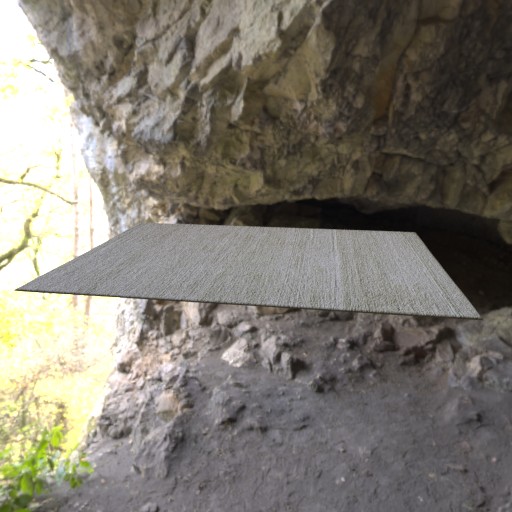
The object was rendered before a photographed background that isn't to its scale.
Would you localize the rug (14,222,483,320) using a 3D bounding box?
[{"bbox_3d":[0.000,0.000,2.866,2.270,0.017,1.606,3,17,9],"label":"rug"}]
